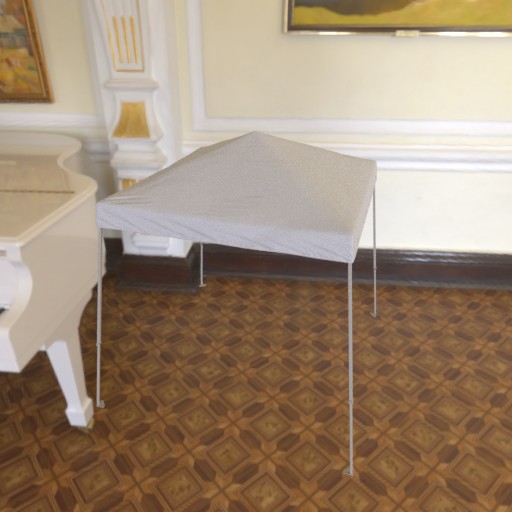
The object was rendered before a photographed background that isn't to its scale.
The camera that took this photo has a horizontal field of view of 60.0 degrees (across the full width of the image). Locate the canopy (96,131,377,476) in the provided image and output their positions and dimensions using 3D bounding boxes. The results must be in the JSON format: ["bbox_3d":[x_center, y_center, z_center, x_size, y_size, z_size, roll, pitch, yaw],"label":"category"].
[{"bbox_3d":[0.000,0.000,6.510,3.600,3.600,3.599,8,28,16],"label":"canopy"}]
